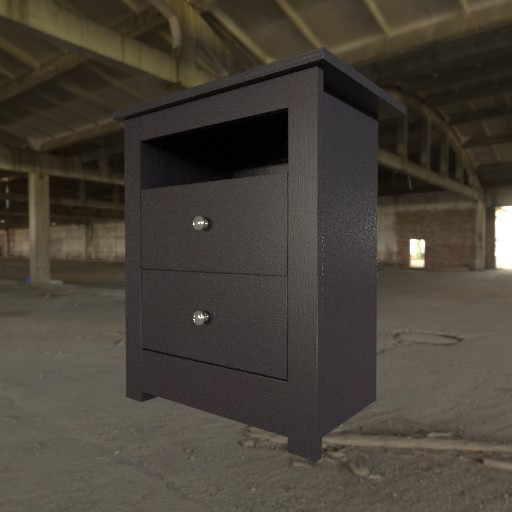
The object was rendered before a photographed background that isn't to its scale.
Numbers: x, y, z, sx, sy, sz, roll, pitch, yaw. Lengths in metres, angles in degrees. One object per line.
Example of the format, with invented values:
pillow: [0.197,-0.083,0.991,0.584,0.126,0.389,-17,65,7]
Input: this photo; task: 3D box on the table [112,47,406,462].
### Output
table: [0.000,0.000,1.081,0.589,0.711,0.408,1,2,38]
